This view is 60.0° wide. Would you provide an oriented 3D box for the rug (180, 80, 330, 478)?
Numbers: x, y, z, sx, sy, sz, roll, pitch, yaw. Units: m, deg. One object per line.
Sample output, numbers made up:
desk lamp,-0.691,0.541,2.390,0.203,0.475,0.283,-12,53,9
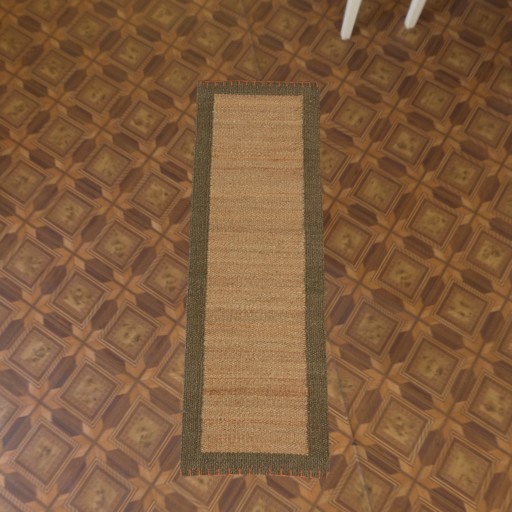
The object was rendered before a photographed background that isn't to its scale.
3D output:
rug,0.000,0.000,2.642,0.810,0.016,2.413,1,75,0
